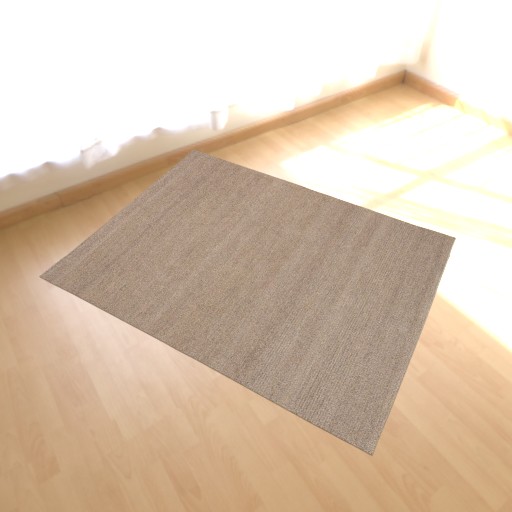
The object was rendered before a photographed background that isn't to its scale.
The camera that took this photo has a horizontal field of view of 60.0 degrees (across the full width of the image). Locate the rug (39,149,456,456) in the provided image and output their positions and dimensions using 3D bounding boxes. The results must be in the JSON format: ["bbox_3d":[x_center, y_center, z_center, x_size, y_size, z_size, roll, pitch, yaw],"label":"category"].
[{"bbox_3d":[0.000,0.000,4.274,3.245,0.046,2.467,23,50,21],"label":"rug"}]
